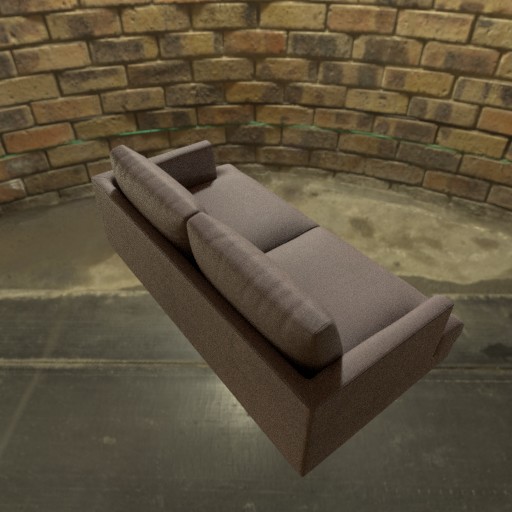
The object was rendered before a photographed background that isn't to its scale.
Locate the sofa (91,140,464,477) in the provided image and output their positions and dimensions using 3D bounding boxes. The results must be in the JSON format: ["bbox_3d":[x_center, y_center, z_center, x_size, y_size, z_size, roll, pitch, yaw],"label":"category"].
[{"bbox_3d":[0.000,0.000,2.426,1.020,0.868,1.948,-26,47,-28],"label":"sofa"}]
